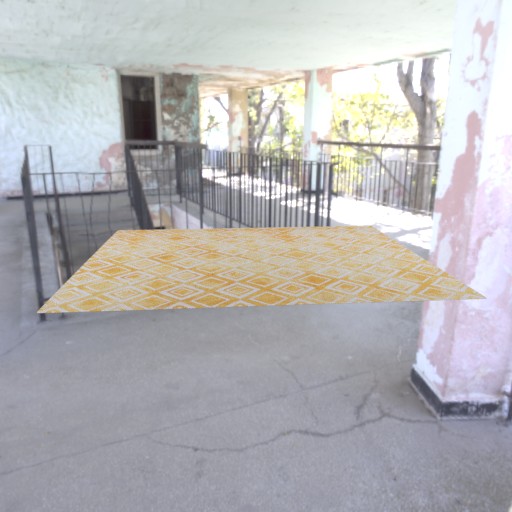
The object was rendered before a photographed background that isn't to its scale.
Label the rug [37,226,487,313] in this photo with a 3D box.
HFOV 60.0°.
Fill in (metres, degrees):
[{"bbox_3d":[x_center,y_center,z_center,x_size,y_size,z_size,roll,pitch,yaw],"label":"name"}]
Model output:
[{"bbox_3d":[0.000,0.000,4.131,3.037,0.011,2.433,-1,16,-5],"label":"rug"}]
